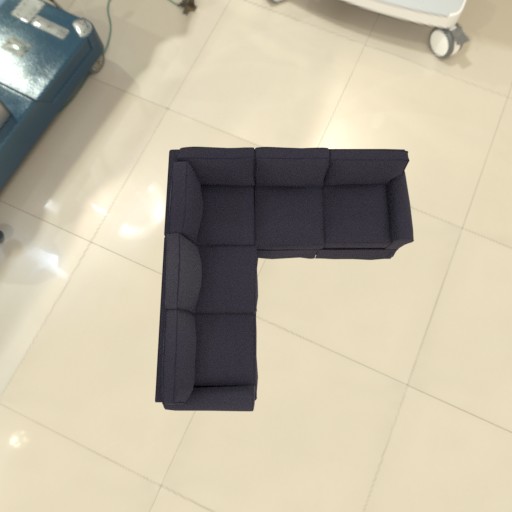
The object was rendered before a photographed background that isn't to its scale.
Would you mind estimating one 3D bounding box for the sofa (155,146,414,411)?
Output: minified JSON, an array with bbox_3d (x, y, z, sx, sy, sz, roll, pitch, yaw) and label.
[{"bbox_3d":[0.000,0.000,5.017,2.874,1.169,3.773,30,77,8],"label":"sofa"}]
